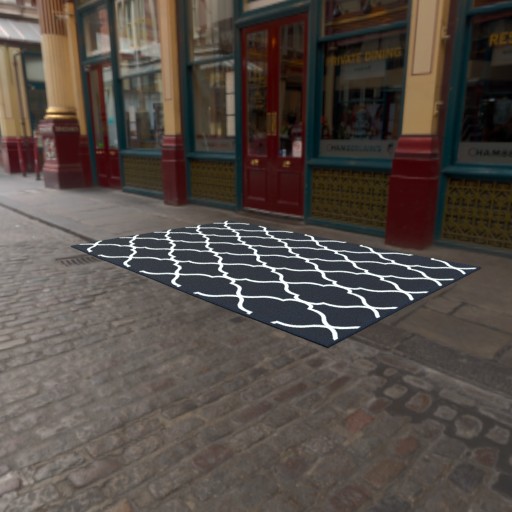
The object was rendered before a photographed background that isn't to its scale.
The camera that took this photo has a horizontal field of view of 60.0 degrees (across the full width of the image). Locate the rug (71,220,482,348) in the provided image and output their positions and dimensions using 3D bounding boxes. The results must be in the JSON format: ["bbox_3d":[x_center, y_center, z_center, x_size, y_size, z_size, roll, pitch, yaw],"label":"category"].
[{"bbox_3d":[0.000,0.000,2.919,1.528,0.014,2.294,-14,20,-43],"label":"rug"}]
